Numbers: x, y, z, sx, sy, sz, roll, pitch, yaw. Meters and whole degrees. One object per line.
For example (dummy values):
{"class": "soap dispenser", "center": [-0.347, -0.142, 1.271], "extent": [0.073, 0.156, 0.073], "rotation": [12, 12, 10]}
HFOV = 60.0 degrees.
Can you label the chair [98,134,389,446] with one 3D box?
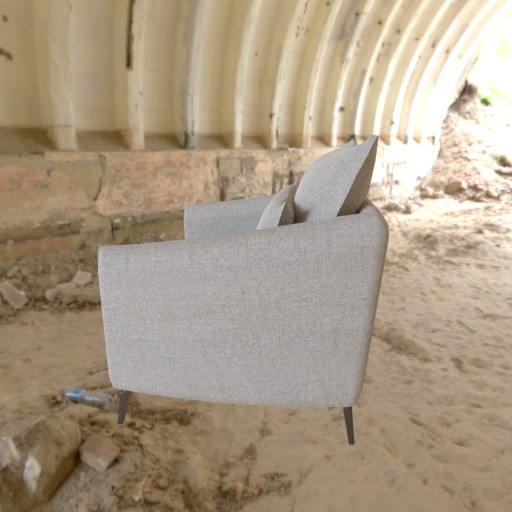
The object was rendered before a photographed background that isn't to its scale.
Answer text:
{"class": "chair", "center": [0.000, 0.000, 1.639], "extent": [0.801, 0.856, 1.029], "rotation": [2, 15, 7]}
